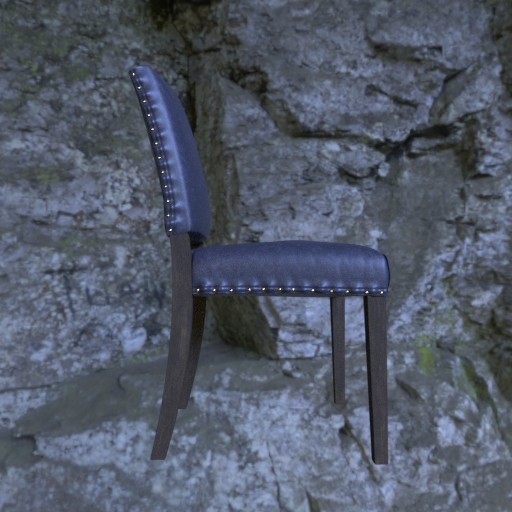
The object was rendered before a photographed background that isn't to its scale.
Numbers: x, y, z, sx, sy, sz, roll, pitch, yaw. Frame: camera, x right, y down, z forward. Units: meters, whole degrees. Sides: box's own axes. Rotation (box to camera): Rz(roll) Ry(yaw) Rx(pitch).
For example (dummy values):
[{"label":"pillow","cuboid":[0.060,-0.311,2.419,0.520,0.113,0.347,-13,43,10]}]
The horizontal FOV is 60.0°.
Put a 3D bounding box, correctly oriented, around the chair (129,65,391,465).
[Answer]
[{"label":"chair","cuboid":[0.000,0.000,1.287,0.633,0.991,0.500,0,-1,-1]}]
